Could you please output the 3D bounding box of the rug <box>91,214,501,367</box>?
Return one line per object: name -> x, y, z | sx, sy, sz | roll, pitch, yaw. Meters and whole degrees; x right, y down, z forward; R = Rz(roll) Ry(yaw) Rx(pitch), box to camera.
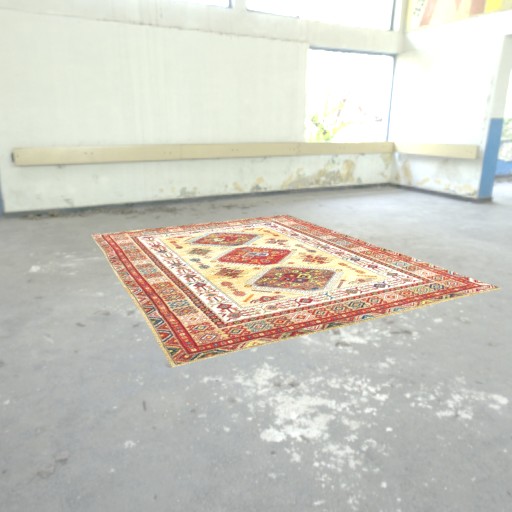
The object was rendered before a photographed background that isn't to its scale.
rug -> 0.000, 0.000, 4.001 | 2.460, 0.005, 3.067 | -8, 18, -25
